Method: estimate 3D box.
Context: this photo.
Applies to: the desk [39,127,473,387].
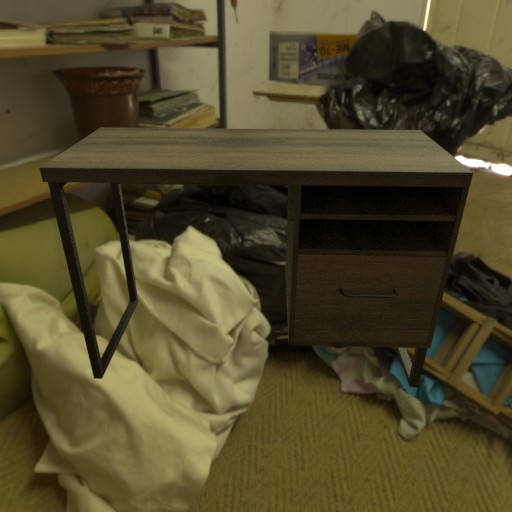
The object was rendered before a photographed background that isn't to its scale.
[{"bbox_3d":[0.000,0.000,1.530,1.134,0.752,0.511,1,29,2],"label":"desk"}]
